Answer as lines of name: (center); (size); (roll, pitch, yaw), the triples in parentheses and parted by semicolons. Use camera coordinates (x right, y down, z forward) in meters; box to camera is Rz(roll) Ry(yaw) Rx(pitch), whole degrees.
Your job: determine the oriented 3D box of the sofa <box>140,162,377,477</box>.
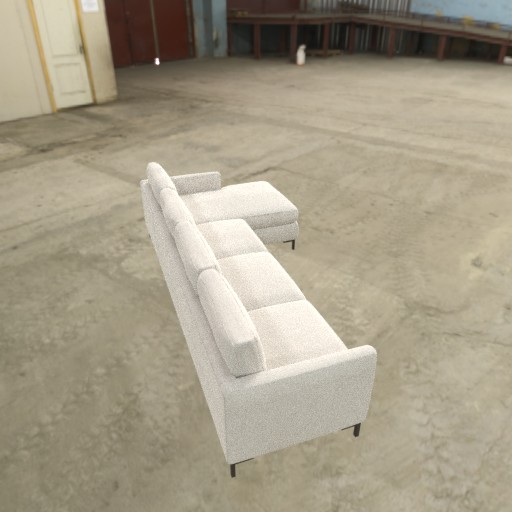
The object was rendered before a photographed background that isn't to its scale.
sofa: (0.000, 0.000, 2.833); (1.126, 0.677, 2.445); (-10, 31, -17)
